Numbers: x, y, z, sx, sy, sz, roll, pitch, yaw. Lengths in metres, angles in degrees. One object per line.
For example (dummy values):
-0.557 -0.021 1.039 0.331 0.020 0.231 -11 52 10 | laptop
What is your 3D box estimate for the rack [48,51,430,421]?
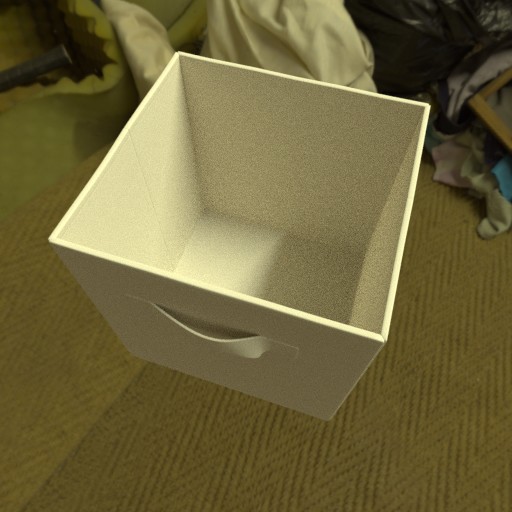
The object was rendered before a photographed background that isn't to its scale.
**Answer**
0.000 0.000 0.499 0.270 0.280 0.270 16 60 9 | rack
